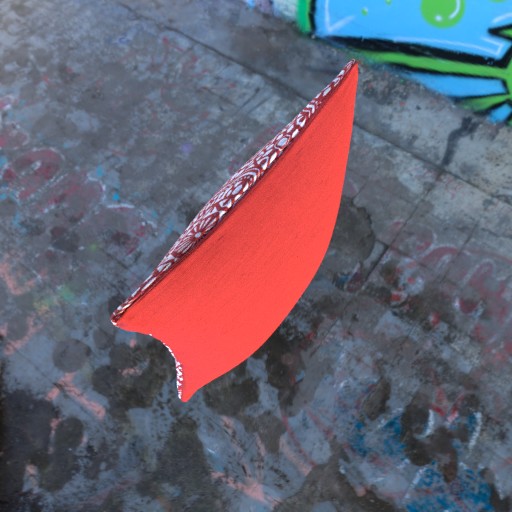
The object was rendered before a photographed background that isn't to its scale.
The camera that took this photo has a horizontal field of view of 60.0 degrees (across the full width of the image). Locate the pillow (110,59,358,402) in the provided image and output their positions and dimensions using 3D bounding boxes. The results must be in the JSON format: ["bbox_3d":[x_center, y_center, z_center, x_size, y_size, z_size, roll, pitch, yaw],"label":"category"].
[{"bbox_3d":[0.000,0.000,0.667,0.162,0.419,0.438,33,67,16],"label":"pillow"}]
